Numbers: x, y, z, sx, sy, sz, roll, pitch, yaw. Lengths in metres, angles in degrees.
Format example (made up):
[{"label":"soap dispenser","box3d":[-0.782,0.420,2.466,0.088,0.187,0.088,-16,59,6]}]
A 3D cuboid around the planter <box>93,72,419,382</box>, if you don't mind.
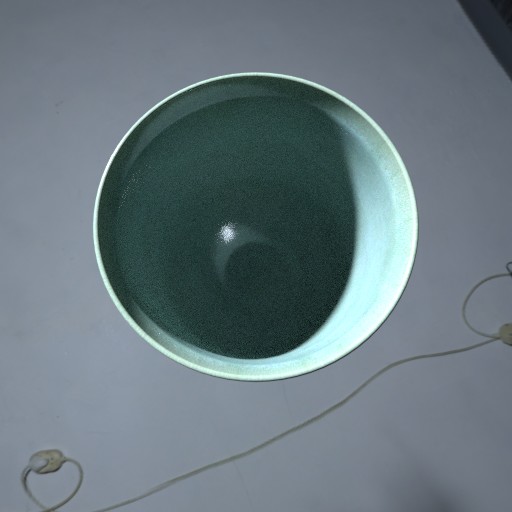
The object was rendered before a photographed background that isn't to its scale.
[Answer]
[{"label":"planter","box3d":[0.000,0.000,0.373,0.198,0.214,0.198,0,76,0]}]
